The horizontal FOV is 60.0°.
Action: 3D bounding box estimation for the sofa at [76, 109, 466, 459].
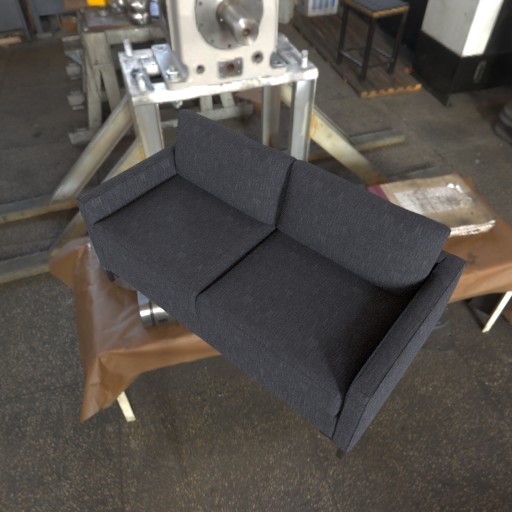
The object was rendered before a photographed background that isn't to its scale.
[{"bbox_3d":[0.000,0.000,2.213,1.716,0.862,0.866,31,53,26],"label":"sofa"}]
